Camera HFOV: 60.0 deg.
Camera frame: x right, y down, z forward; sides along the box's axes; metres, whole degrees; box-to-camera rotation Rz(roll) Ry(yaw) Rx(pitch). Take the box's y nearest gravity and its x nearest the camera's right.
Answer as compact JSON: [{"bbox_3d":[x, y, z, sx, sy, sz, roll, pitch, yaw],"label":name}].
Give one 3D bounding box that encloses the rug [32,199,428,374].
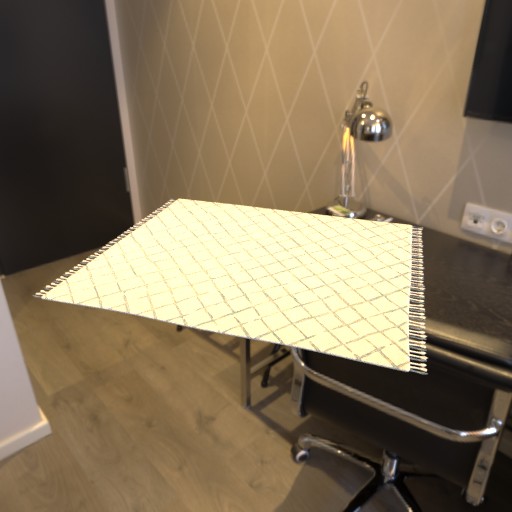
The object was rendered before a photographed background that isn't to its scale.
[{"bbox_3d":[0.000,0.000,4.952,3.585,0.036,2.892,8,28,16],"label":"rug"}]
